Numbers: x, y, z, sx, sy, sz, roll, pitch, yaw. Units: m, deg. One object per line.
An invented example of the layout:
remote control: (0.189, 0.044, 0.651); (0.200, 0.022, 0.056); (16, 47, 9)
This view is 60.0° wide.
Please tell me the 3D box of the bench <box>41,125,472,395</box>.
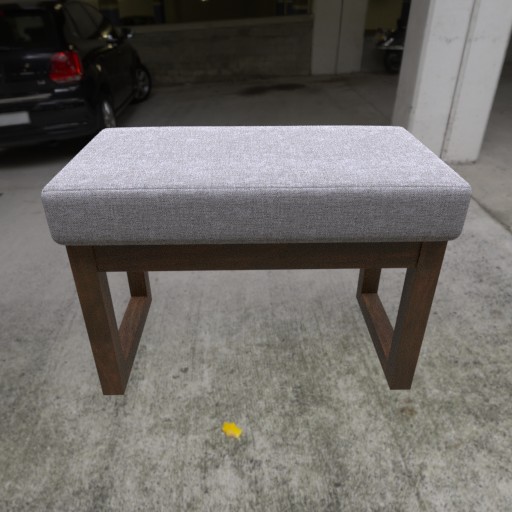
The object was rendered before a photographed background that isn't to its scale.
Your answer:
bench: (0.000, 0.000, 0.949); (0.681, 0.467, 0.366); (-1, 31, -1)
